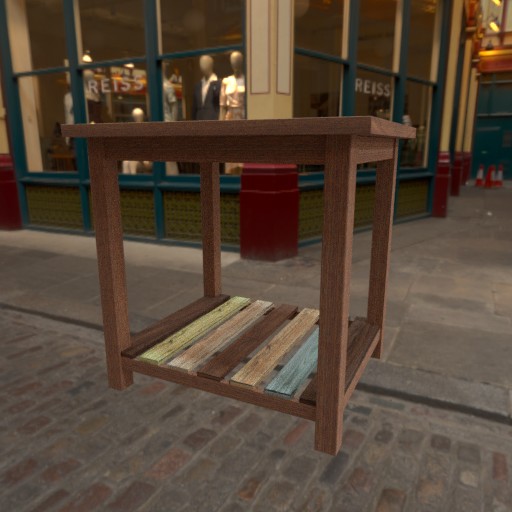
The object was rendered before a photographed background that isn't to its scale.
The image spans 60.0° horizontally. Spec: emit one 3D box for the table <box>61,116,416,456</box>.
[{"bbox_3d":[0.000,0.000,1.132,0.660,0.635,0.559,7,16,25],"label":"table"}]
